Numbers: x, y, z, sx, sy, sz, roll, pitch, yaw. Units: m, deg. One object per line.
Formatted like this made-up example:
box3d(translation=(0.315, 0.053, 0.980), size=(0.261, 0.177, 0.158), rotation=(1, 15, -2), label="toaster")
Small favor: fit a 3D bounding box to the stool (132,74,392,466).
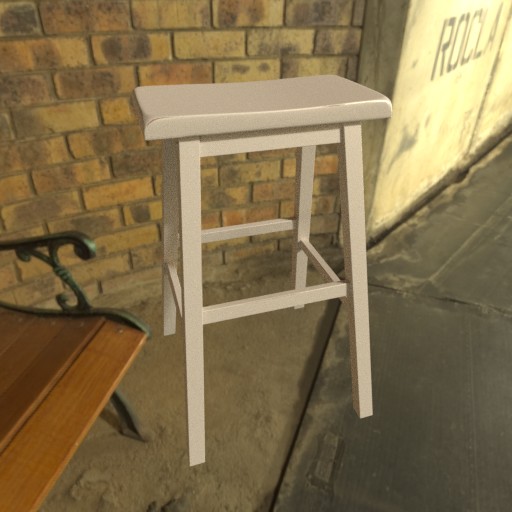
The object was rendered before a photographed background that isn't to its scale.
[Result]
box3d(translation=(0.000, 0.000, 1.037), size=(0.457, 0.737, 0.476), rotation=(-10, 34, -15), label="stool")
